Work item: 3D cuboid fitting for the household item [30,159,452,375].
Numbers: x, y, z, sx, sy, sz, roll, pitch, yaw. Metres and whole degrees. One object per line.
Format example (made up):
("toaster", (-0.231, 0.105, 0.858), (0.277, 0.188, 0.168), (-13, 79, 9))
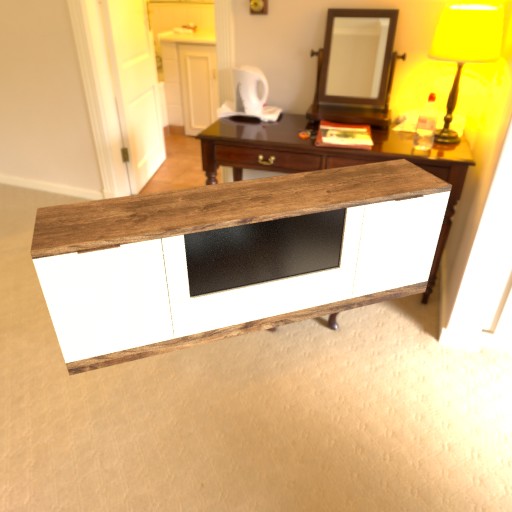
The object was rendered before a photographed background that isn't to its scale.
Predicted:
("household item", (0.000, 0.000, 2.111), (1.800, 0.615, 0.390), (-11, 34, -16))
